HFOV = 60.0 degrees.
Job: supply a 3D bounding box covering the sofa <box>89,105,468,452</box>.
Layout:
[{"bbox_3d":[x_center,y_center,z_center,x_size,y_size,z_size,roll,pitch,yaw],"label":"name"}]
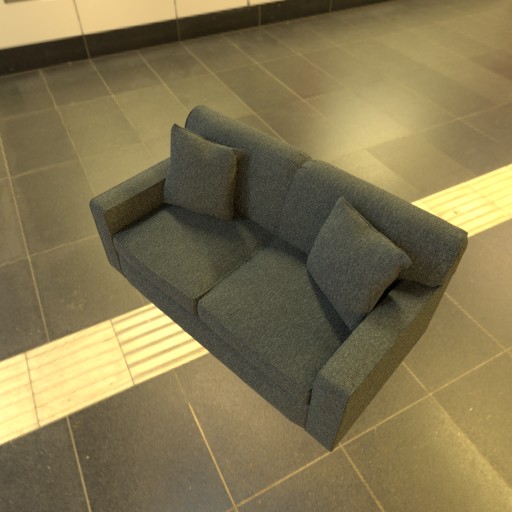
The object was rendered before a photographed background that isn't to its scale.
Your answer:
[{"bbox_3d":[0.000,0.000,2.521,1.846,0.958,0.998,33,55,28],"label":"sofa"}]
